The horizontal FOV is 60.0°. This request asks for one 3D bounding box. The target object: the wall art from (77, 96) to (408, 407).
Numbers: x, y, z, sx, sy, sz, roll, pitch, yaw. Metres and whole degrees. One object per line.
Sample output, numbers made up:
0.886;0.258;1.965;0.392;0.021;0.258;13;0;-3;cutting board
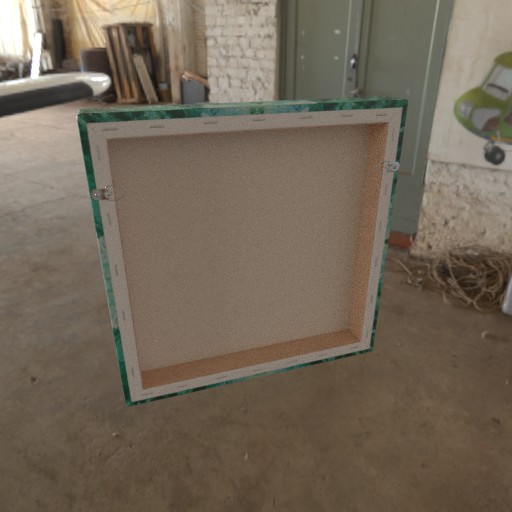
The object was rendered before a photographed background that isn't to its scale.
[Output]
0.000;0.000;0.479;0.313;0.313;0.033;-8;27;-16;wall art
